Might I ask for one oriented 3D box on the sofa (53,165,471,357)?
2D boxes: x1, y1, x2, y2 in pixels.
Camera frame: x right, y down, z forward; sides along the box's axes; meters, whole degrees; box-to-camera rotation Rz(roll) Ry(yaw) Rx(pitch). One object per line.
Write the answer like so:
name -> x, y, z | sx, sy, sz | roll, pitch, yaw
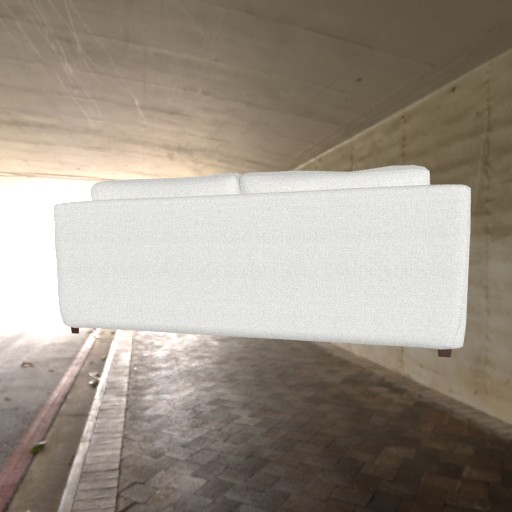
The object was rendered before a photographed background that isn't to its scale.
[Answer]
sofa -> 0.000, 0.000, 2.953 | 2.470, 1.022, 1.009 | 0, 0, 18
